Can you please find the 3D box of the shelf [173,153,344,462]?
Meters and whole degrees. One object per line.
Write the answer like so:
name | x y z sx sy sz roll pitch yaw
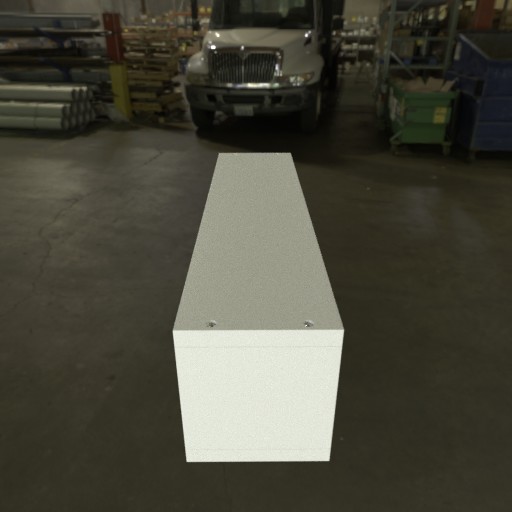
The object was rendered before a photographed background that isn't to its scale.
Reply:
shelf | 0.000 0.000 0.697 0.150 0.170 0.610 0 27 0
